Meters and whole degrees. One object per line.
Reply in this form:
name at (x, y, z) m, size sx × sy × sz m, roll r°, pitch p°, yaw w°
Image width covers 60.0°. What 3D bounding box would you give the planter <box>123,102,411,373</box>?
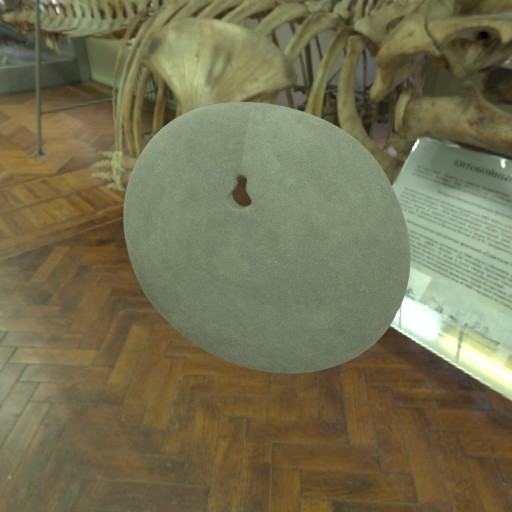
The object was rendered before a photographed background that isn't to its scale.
planter at (0.000, 0.000, 0.281) m, size 0.185 × 0.188 × 0.071 m, roll 10°, pitch 34°, yaw 15°
